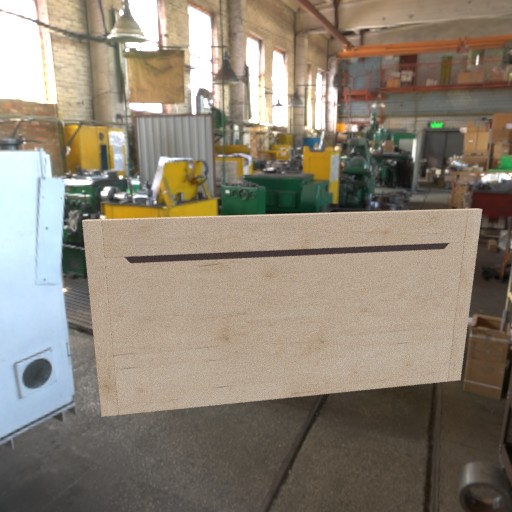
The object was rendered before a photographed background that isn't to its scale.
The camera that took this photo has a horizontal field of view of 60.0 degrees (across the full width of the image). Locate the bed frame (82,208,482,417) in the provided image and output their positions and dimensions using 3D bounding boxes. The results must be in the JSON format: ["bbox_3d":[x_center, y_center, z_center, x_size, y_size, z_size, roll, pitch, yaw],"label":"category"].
[{"bbox_3d":[0.000,0.000,3.044,1.800,0.900,2.080,-3,15,-10],"label":"bed frame"}]
